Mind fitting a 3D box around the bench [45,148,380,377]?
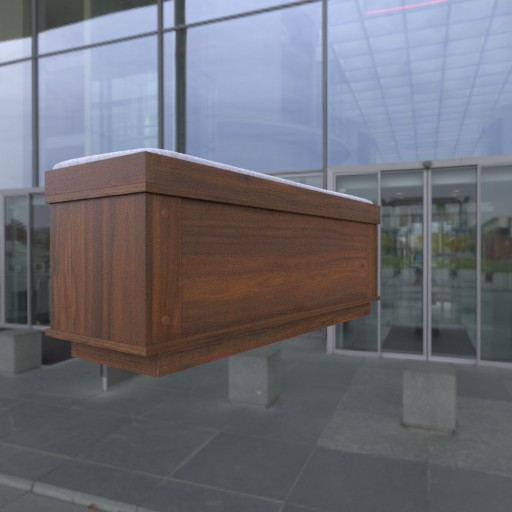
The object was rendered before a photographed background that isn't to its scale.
[{"bbox_3d":[0.000,0.000,1.408,0.367,0.468,1.196,0,1,36],"label":"bench"}]
